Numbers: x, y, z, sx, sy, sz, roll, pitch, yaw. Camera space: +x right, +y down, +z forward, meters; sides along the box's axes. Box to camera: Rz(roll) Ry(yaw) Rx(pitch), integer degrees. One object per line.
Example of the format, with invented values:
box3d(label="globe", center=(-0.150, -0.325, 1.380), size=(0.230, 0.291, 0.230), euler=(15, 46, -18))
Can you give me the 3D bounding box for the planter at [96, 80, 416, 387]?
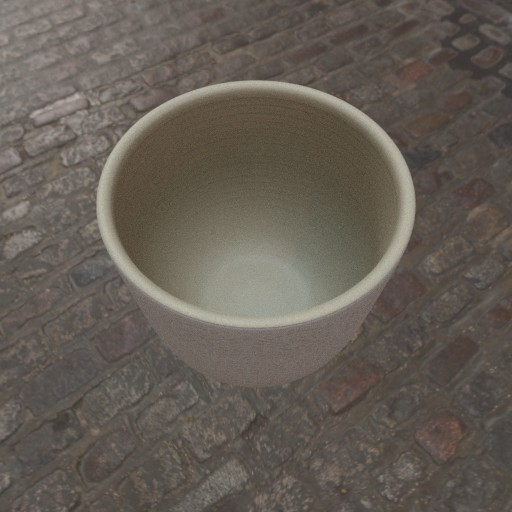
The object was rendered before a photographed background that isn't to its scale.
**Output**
box3d(label="planter", center=(0.000, 0.000, 0.373), size=(0.208, 0.190, 0.208), euler=(0, 59, 0))
